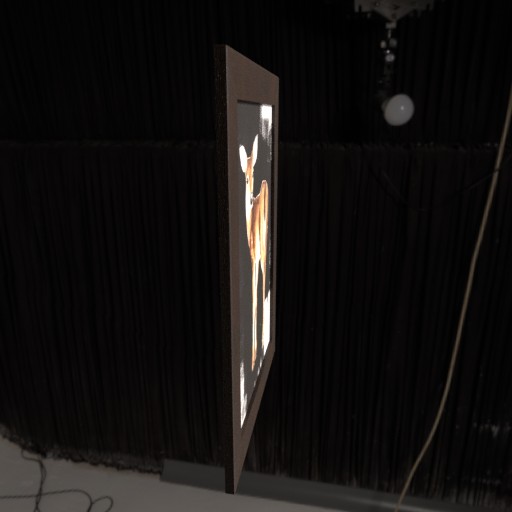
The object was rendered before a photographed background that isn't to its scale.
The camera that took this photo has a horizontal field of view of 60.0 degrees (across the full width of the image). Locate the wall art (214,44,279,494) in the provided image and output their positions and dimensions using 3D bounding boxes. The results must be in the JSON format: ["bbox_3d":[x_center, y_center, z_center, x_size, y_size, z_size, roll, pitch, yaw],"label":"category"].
[{"bbox_3d":[0.000,0.000,0.641,0.013,0.508,0.359,3,18,10],"label":"wall art"}]
